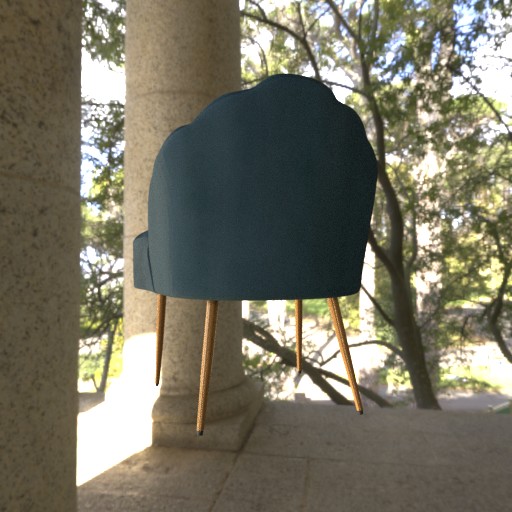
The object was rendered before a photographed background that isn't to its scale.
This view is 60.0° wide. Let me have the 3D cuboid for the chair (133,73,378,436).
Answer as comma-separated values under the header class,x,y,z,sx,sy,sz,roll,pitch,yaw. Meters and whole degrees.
class,x,y,z,sx,sy,sz,roll,pitch,yaw
chair,0.000,0.000,1.275,0.657,0.819,0.599,0,-1,-20
